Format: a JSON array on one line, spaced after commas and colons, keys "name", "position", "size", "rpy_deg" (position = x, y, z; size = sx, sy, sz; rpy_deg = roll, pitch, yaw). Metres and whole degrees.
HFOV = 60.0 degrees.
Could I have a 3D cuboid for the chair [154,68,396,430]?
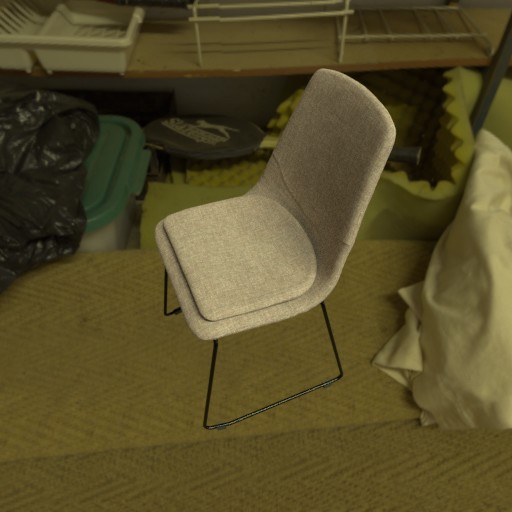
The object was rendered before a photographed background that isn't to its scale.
[{"name": "chair", "position": [0.000, 0.000, 1.196], "size": [0.518, 0.858, 0.479], "rpy_deg": [-17, 49, -16]}]
